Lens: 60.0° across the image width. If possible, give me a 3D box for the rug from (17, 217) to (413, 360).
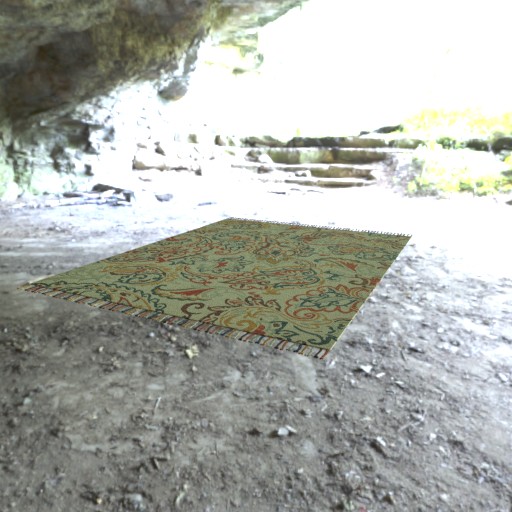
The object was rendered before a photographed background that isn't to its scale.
[{"bbox_3d":[0.000,0.000,4.255,2.439,0.015,3.274,8,17,26],"label":"rug"}]
